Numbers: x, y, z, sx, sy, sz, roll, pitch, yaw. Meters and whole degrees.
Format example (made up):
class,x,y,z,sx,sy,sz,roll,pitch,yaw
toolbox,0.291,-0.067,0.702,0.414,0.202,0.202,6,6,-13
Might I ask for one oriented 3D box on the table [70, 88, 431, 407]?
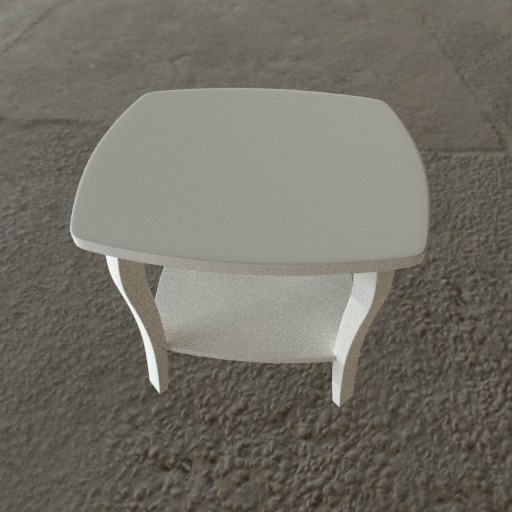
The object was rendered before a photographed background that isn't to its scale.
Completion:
class,x,y,z,sx,sy,sz,roll,pitch,yaw
table,0.000,0.000,0.830,0.502,0.438,0.451,3,46,3
